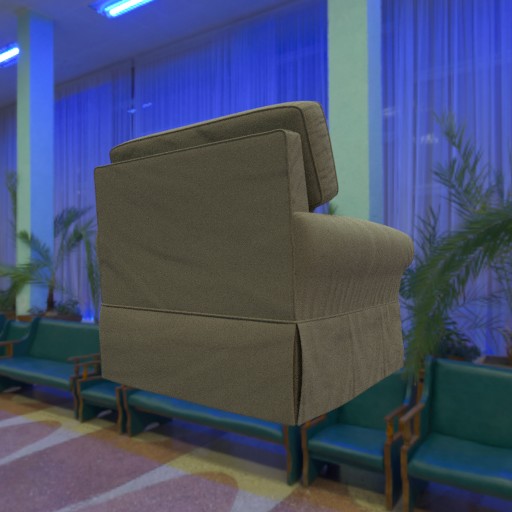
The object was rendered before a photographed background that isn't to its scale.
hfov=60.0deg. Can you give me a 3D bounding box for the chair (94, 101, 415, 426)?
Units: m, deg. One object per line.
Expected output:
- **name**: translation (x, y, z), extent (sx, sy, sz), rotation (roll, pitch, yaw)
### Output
- **chair**: translation (0.000, 0.000, 1.925), extent (1.135, 1.017, 0.988), rotation (0, -1, 36)
